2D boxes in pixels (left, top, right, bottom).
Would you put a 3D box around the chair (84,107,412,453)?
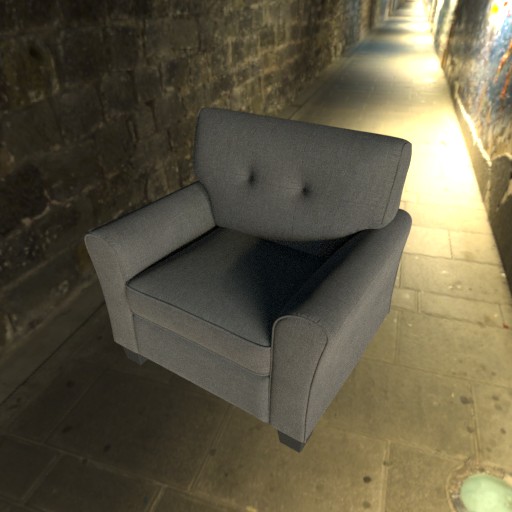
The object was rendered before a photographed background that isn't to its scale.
[{"bbox_3d":[0.000,0.000,1.662,0.941,0.890,0.816,19,36,28],"label":"chair"}]
